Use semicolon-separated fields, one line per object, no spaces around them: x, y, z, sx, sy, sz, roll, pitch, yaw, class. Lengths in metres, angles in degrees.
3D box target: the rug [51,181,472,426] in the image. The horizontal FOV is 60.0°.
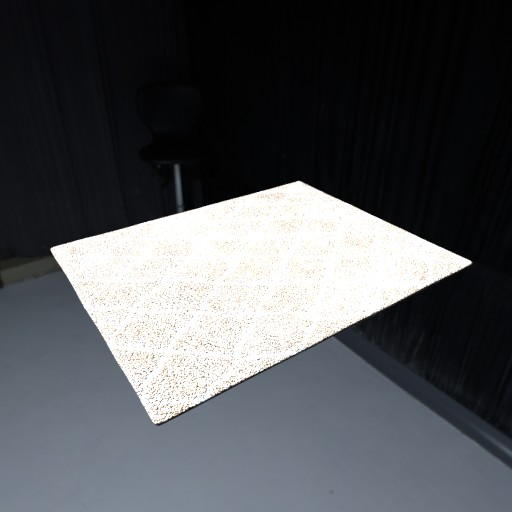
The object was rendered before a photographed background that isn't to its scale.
0.000;0.000;4.072;3.047;0.029;2.438;-19;36;-29;rug
